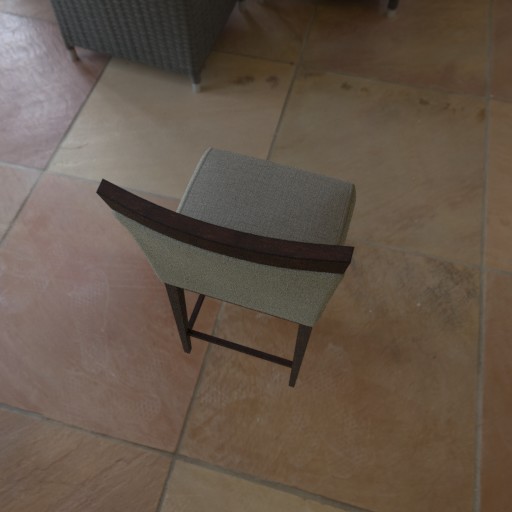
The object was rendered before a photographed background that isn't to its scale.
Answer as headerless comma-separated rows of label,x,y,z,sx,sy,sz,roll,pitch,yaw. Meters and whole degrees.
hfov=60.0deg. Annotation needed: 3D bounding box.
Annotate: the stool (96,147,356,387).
stool,0.000,0.000,1.422,0.511,1.117,0.531,16,64,8
